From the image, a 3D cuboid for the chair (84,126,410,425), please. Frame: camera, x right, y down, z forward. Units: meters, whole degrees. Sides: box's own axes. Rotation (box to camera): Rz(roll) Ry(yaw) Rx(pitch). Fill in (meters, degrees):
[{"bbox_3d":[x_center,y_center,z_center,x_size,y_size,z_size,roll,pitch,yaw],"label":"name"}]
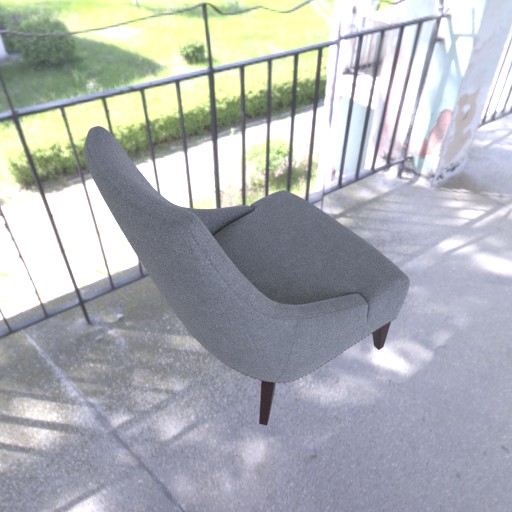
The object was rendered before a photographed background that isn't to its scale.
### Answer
[{"bbox_3d":[0.000,0.000,1.476,0.861,0.909,0.701,-25,47,-26],"label":"chair"}]
